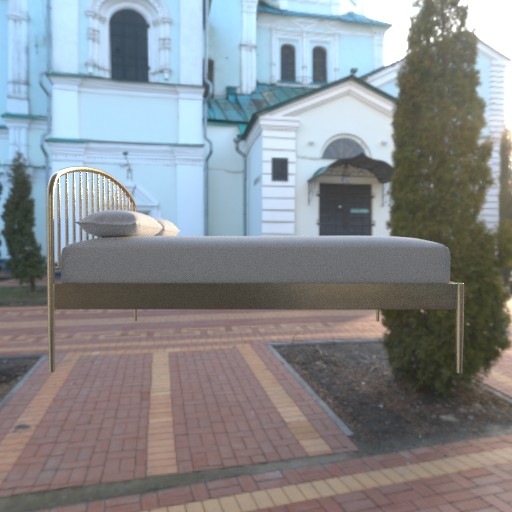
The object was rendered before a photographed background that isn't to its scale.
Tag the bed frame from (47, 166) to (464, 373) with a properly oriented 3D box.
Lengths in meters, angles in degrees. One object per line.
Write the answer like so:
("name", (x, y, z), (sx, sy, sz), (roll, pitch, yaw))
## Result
("bed frame", (0.000, 0.000, 3.079), (2.152, 1.175, 1.612), (0, 1, 0))
